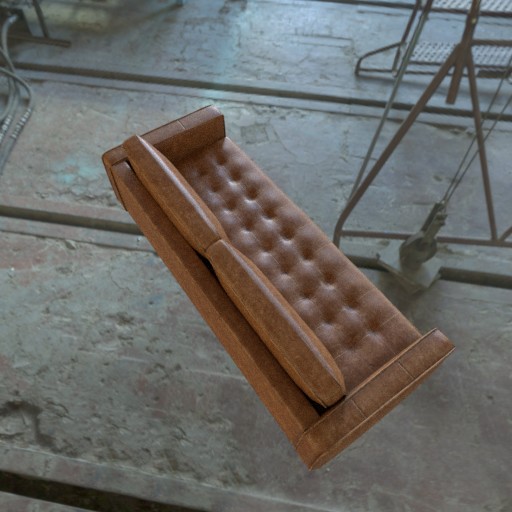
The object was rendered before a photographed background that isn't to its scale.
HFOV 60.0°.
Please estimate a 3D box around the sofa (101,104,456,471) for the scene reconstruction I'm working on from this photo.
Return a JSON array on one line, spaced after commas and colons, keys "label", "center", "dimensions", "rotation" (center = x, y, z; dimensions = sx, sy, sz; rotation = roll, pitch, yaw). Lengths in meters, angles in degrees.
[{"label": "sofa", "center": [0.000, 0.000, 2.619], "dimensions": [0.886, 0.779, 2.199], "rotation": [-31, 63, -18]}]
